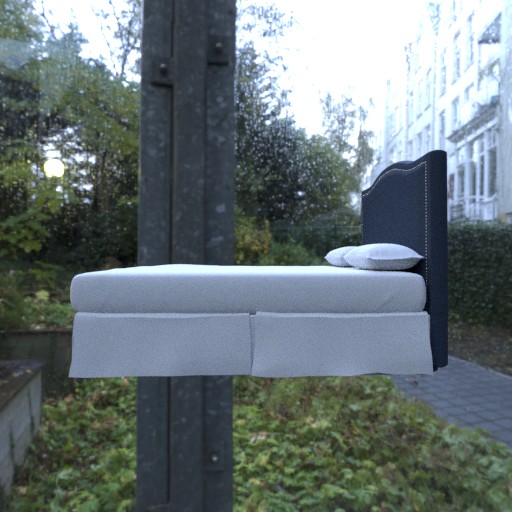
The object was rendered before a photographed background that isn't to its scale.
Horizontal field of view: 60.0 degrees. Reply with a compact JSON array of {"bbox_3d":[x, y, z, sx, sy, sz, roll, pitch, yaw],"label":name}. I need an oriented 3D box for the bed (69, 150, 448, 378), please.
[{"bbox_3d":[0.000,0.000,3.488,2.282,1.436,1.821,0,0,-1],"label":"bed"}]
